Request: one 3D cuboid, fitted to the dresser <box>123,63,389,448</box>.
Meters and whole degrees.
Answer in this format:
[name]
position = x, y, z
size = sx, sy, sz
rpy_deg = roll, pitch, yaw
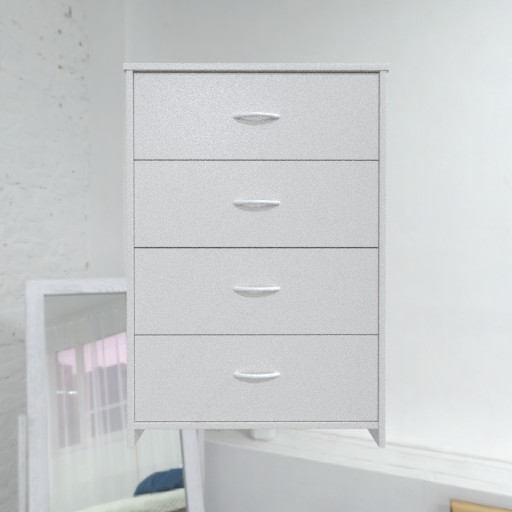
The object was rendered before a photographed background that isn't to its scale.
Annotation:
[dresser]
position = 0.000, 0.000, 1.361
size = 0.704, 1.021, 0.401
rpy_deg = 0, 1, 0
